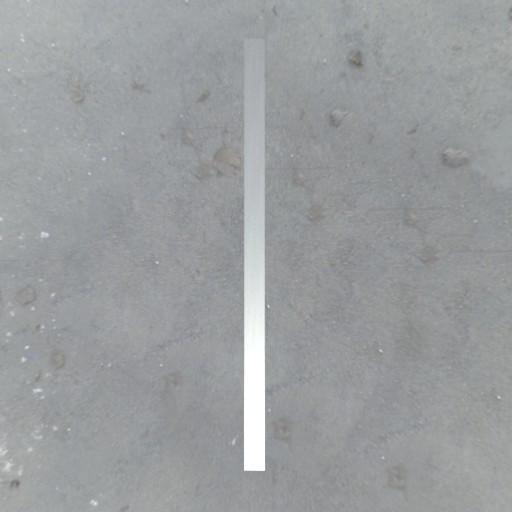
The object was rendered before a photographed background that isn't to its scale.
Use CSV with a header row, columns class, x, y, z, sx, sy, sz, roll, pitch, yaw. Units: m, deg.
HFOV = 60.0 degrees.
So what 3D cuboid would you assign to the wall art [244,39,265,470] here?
class,x,y,z,sx,sy,sz,roll,pitch,yaw
wall art,0.000,0.000,1.232,0.038,0.806,0.806,0,89,0
